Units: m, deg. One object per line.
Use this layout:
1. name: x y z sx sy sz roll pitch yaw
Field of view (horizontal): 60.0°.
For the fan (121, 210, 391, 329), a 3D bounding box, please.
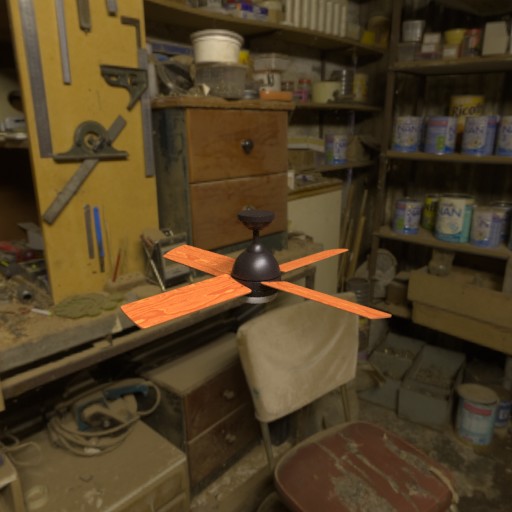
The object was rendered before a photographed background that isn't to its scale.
1. fan: 0.000 0.000 2.056 1.332 0.403 1.332 15 22 42
